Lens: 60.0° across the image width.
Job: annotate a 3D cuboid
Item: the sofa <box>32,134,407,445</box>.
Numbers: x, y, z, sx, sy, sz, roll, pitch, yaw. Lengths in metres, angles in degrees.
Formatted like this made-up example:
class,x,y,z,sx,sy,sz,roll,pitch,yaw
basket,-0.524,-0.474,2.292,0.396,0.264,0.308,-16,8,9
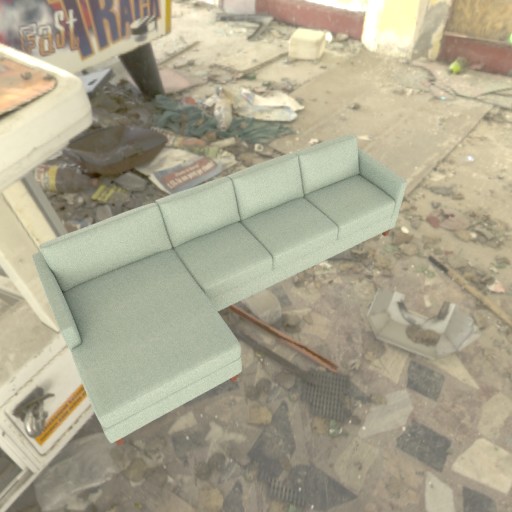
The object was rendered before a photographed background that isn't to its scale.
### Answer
class,x,y,z,sx,sy,sz,roll,pitch,yaw
sofa,0.000,0.000,4.062,3.470,0.953,1.600,-24,49,-22
